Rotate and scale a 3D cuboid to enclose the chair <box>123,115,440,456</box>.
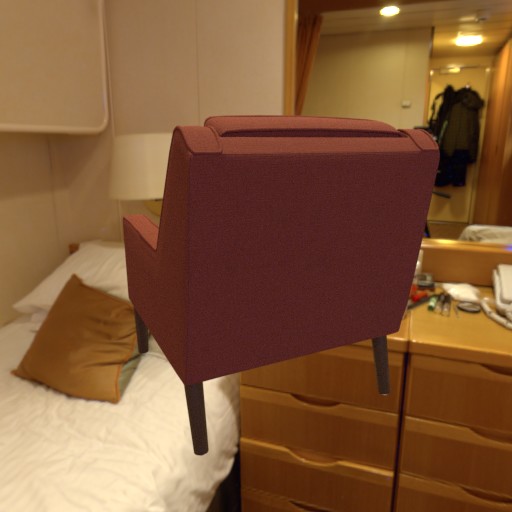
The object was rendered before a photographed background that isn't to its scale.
[{"bbox_3d":[0.000,0.000,1.381,0.680,0.812,0.770,-7,16,-26],"label":"chair"}]
